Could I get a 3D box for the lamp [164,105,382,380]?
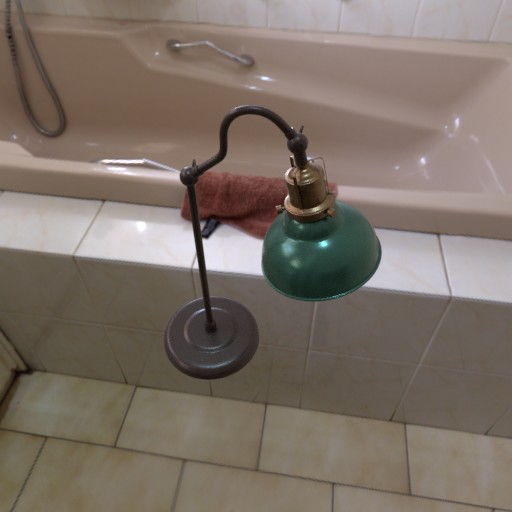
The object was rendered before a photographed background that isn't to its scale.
[{"bbox_3d":[0.000,0.000,0.703,0.374,0.508,0.192,8,47,8],"label":"lamp"}]
